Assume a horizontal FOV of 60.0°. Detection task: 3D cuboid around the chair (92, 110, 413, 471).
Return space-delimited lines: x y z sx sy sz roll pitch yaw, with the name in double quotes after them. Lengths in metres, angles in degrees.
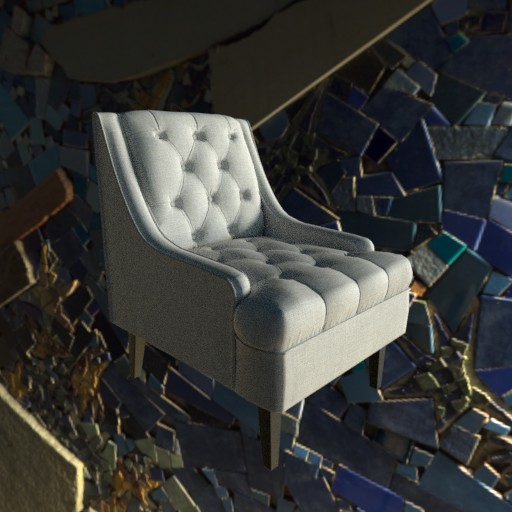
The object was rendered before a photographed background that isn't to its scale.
0.000 0.000 1.396 0.772 0.891 0.658 14 20 42 "chair"
